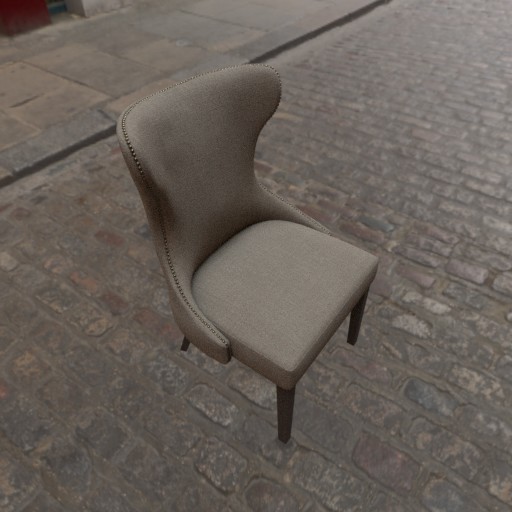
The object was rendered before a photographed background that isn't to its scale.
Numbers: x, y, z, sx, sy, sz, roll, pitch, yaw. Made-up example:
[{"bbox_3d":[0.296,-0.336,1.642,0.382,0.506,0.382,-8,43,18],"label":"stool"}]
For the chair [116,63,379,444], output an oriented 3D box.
[{"bbox_3d":[0.000,0.000,1.406,0.635,0.967,0.628,26,49,26],"label":"chair"}]
